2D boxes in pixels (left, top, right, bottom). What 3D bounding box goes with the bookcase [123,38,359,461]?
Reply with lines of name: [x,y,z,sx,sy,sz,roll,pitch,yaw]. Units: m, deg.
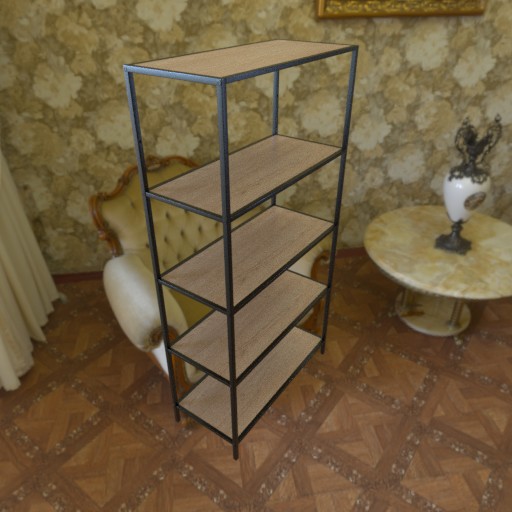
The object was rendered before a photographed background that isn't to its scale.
bookcase: [0.000,0.000,1.791,0.350,1.500,0.770,21,38,30]
